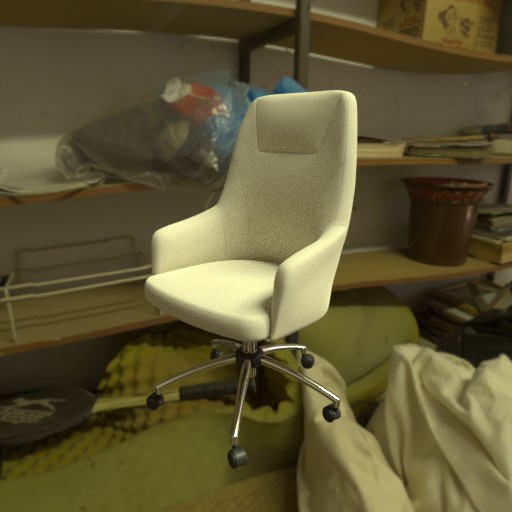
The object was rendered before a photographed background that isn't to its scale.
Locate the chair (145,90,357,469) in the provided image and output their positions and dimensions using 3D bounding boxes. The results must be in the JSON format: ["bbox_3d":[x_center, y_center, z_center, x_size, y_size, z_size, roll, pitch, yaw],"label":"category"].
[{"bbox_3d":[0.000,0.000,1.469,0.620,1.049,0.640,14,21,41],"label":"chair"}]
